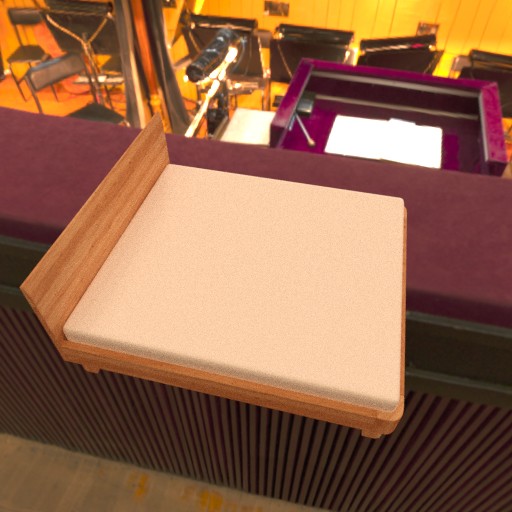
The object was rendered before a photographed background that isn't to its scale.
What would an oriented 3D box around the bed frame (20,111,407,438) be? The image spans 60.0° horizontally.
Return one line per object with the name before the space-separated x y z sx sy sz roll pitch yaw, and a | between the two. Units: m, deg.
bed frame | 0.000 0.000 3.110 2.092 0.940 1.872 10 48 9
